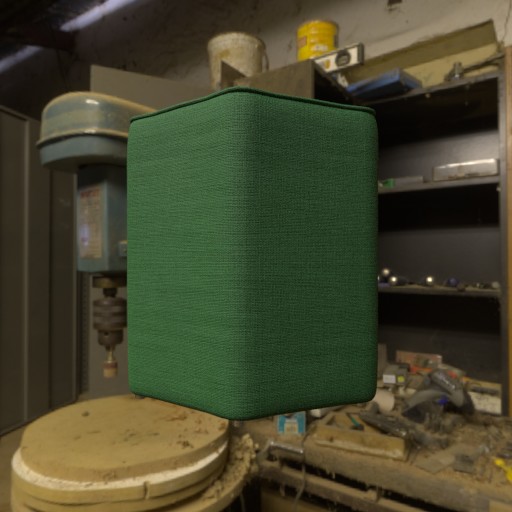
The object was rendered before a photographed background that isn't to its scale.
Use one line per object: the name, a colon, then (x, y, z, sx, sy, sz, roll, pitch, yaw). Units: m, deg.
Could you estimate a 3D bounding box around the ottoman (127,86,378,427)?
ottoman: (0.000, 0.000, 0.883, 0.499, 0.507, 0.444, -1, -1, 36)
